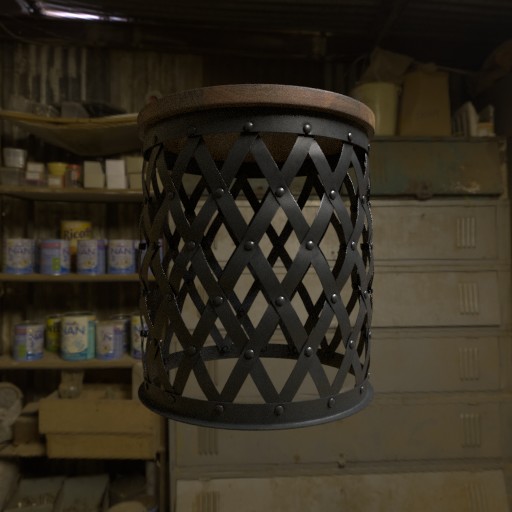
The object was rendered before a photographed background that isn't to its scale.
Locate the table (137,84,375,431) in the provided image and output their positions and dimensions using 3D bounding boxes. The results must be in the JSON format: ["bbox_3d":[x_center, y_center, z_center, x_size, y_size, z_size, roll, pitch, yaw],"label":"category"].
[{"bbox_3d":[0.000,0.000,0.782,0.405,0.454,0.405,0,1,0],"label":"table"}]
